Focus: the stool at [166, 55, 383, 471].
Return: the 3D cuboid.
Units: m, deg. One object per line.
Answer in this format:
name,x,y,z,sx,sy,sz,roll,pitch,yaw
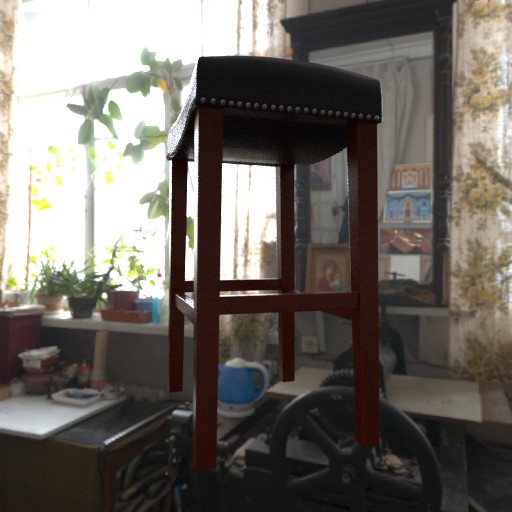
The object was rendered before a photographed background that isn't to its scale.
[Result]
stool,0.000,0.000,1.044,0.372,0.742,0.504,0,1,-17
